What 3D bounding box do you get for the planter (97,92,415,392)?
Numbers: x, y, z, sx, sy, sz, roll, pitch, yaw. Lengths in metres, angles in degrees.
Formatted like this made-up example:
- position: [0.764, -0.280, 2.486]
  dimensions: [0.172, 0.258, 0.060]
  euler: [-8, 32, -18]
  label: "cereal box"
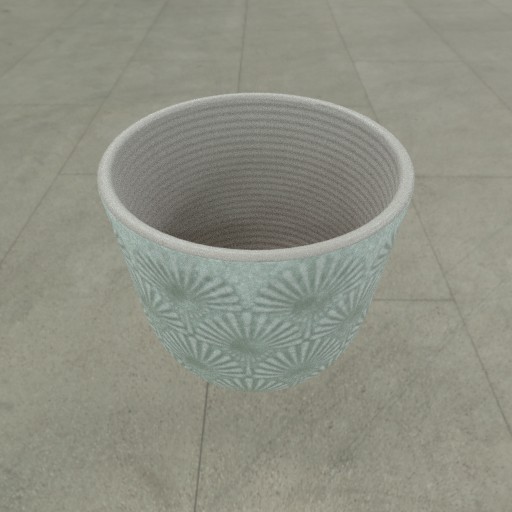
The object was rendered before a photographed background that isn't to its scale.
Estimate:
- position: [0.000, 0.000, 0.294]
  dimensions: [0.170, 0.152, 0.170]
  euler: [0, 43, 0]
  label: "planter"
